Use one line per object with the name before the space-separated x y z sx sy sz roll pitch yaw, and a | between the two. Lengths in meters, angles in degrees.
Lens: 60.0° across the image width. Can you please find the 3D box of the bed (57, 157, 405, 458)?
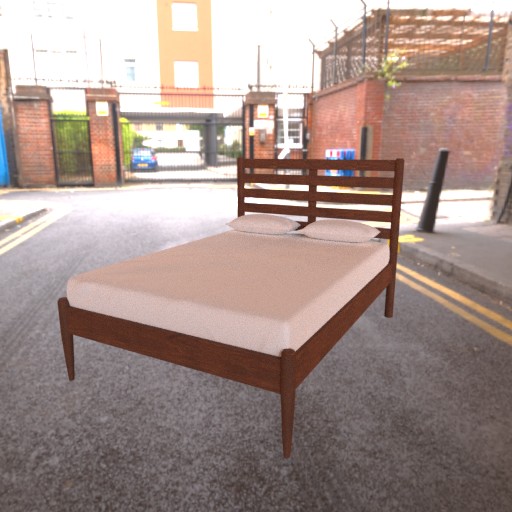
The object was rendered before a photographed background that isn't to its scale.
bed | 0.000 0.000 3.072 1.509 1.304 2.093 7 15 28
